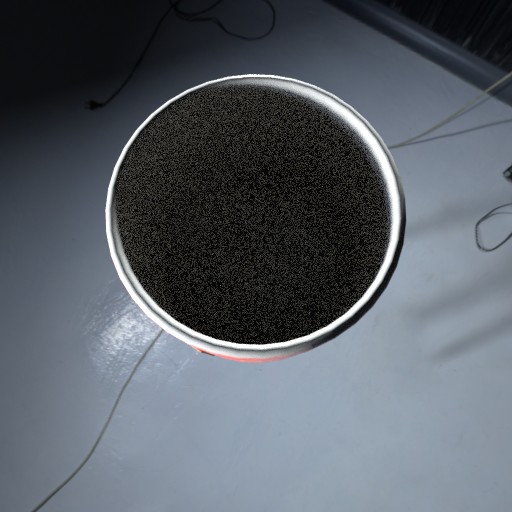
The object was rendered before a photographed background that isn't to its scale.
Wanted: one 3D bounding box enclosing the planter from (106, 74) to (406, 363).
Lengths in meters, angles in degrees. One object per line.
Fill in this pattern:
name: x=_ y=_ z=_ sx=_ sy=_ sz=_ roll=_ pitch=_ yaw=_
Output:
planter: x=0.000 y=0.000 z=0.407 sx=0.199 sy=0.268 sz=0.199 roll=0 pitch=76 yaw=0
